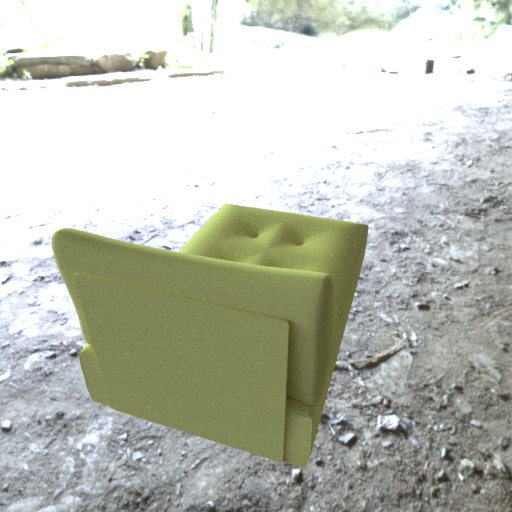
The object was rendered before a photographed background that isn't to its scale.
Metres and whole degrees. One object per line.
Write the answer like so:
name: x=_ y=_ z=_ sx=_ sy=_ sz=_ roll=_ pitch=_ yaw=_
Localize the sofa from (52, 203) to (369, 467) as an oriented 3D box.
sofa: x=0.000 y=0.000 z=2.048 sx=0.930 sy=0.820 sz=1.450 roll=10 pitch=33 yaw=16
